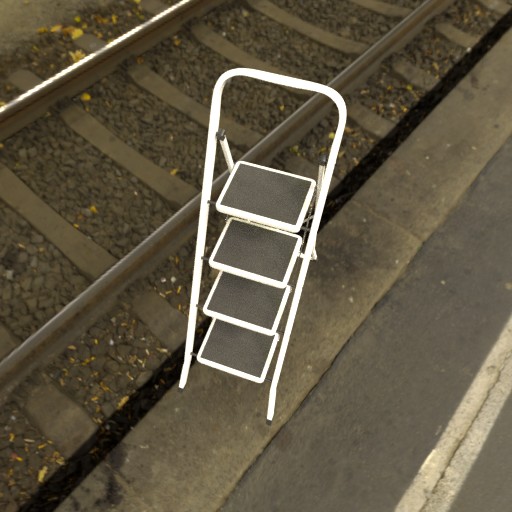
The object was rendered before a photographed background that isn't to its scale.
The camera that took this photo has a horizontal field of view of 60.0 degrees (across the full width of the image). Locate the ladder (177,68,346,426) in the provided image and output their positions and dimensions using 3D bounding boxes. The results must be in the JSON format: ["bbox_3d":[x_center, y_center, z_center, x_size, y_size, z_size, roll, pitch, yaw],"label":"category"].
[{"bbox_3d":[0.000,0.000,1.713,0.460,1.265,0.914,17,60,10],"label":"ladder"}]
